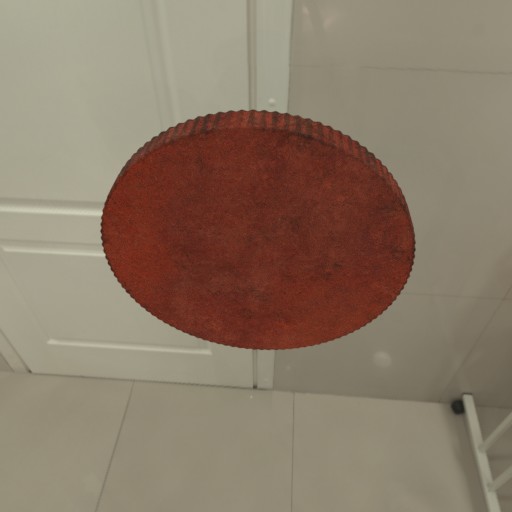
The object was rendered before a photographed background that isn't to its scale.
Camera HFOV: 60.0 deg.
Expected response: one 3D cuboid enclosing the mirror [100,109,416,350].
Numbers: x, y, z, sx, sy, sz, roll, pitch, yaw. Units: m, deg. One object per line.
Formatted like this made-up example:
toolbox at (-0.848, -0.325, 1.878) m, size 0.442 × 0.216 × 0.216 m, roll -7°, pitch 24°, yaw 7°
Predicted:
mirror at (0.000, 0.000, 0.898) m, size 0.609 × 0.609 × 0.056 m, roll 3°, pitch 46°, yaw 3°
